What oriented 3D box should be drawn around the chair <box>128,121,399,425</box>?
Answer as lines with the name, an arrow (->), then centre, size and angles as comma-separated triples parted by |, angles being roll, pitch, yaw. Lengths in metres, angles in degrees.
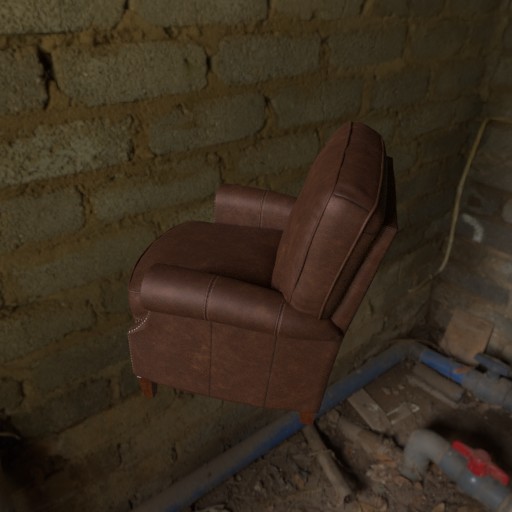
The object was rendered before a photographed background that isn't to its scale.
chair -> 0.000, 0.000, 1.791 | 0.986, 1.018, 0.936 | 7, 31, 12
